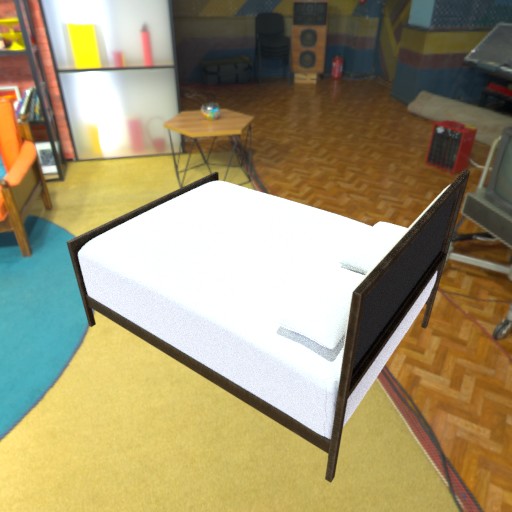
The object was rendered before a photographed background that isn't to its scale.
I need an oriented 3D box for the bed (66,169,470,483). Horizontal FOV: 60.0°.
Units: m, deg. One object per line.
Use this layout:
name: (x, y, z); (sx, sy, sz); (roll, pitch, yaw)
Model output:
bed: (0.000, 0.000, 3.199); (2.221, 1.313, 1.607); (22, 39, 30)
